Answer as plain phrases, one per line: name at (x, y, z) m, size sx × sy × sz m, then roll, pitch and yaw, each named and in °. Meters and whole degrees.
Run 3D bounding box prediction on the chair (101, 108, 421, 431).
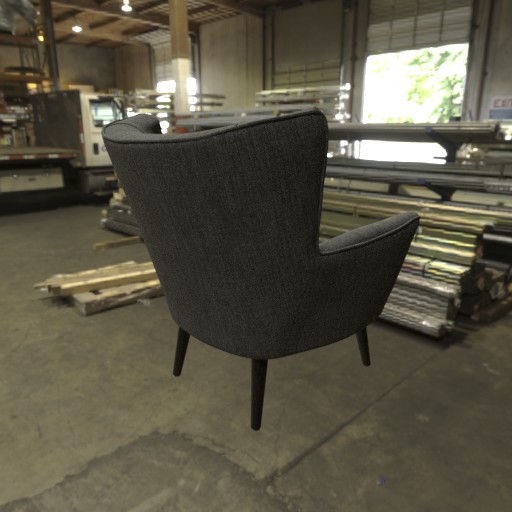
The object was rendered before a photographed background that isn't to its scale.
chair at (0.000, 0.000, 1.510) m, size 0.888 × 0.933 × 0.781 m, roll -16°, pitch 23°, yaw -42°
